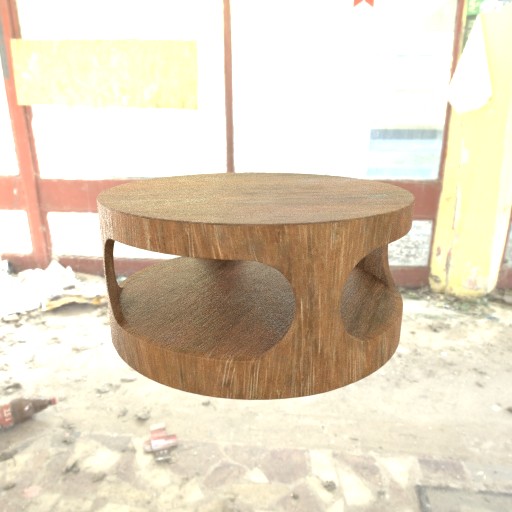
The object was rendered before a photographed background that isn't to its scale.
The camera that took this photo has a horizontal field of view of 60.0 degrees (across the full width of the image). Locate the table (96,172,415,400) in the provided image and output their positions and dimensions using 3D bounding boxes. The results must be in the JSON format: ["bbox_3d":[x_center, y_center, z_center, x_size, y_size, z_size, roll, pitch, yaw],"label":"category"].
[{"bbox_3d":[0.000,0.000,1.503,0.974,0.450,0.974,0,17,0],"label":"table"}]
